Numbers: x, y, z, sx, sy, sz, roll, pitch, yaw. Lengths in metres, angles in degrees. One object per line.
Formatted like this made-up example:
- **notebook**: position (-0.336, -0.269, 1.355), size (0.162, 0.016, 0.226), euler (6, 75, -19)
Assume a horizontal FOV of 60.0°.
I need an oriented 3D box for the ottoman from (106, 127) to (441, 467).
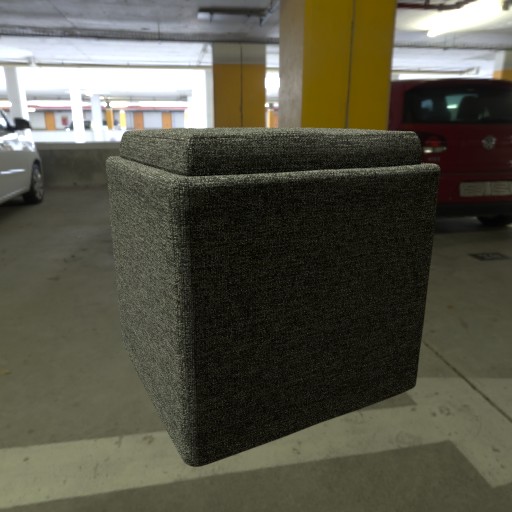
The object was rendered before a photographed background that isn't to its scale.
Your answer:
- **ottoman**: position (0.000, 0.000, 0.831), size (0.450, 0.463, 0.450), euler (-8, 18, -27)
